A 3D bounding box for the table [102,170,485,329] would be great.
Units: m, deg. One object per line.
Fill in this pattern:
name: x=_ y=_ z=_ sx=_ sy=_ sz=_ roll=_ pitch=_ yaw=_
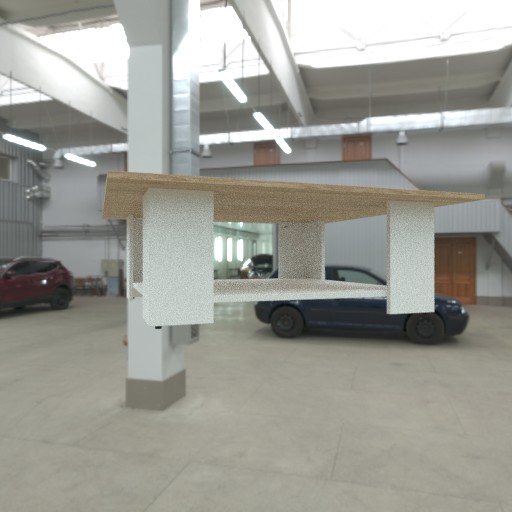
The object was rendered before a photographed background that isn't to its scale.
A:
table: x=0.000 y=0.000 z=1.370 sx=0.890 sy=0.305 sz=0.890 roll=0 pitch=0 yaw=-20
